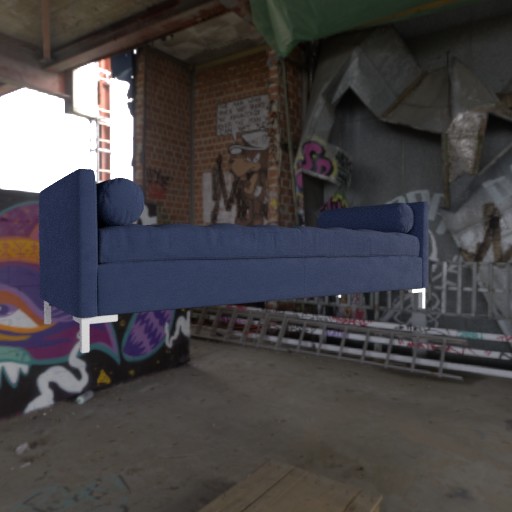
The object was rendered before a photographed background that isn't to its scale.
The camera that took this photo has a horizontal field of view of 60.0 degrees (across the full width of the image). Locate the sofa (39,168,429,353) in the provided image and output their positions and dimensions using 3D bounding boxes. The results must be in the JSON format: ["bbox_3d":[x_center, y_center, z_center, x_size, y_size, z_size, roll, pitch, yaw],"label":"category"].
[{"bbox_3d":[0.000,0.000,2.464,2.102,0.657,0.797,-1,1,-35],"label":"sofa"}]
